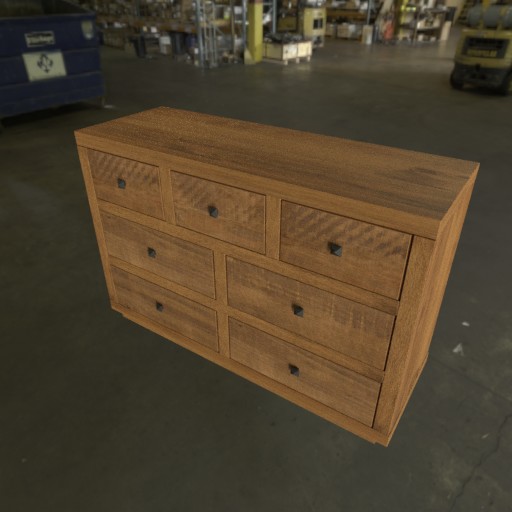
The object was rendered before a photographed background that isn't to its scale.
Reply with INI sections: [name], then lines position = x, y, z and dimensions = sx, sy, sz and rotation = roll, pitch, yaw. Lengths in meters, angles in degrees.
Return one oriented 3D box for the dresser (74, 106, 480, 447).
[dresser]
position = 0.000, 0.000, 1.634
dimensions = 1.261, 0.825, 0.479
rotation = 19, 36, 28
